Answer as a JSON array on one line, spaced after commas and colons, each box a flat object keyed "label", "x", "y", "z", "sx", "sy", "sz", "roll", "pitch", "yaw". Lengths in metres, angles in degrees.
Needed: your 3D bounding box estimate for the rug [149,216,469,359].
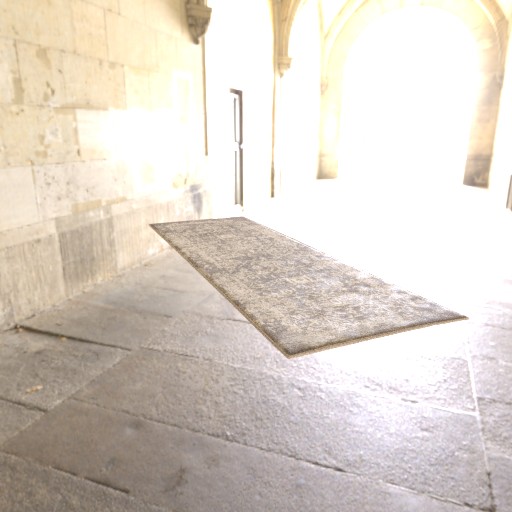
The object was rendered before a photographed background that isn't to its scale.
[{"label": "rug", "x": 0.000, "y": 0.000, "z": 2.747, "sx": 0.855, "sy": 0.017, "sz": 2.452, "roll": -7, "pitch": 17, "yaw": -23}]
